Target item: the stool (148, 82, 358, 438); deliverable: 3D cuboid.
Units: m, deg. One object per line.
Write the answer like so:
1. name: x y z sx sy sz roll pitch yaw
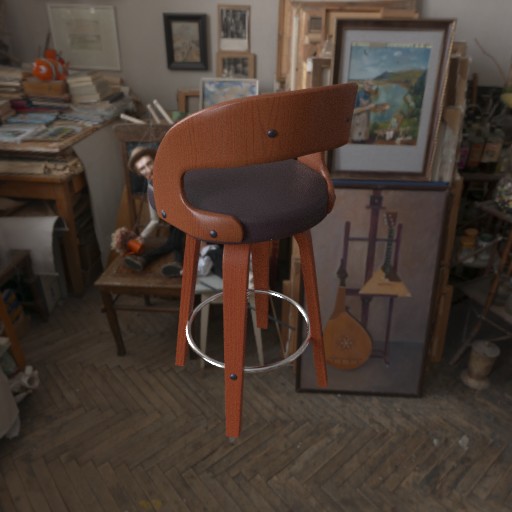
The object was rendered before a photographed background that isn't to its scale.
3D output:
1. stool: 0.000 0.000 1.206 0.457 0.940 0.457 -19 36 -29
